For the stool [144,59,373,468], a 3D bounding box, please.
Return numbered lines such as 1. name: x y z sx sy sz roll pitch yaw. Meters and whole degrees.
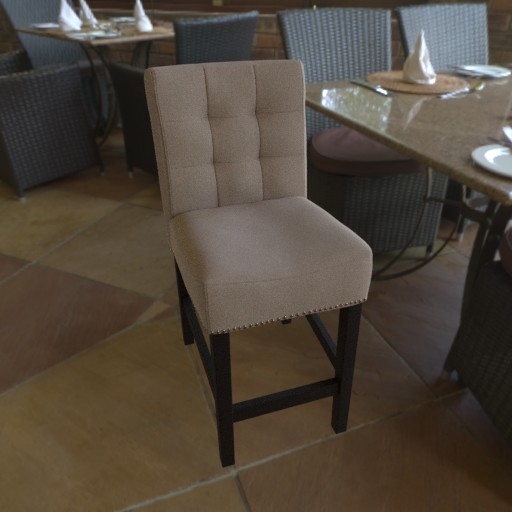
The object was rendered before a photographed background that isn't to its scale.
1. stool: 0.000 0.000 1.181 0.427 0.885 0.571 -10 34 -15
